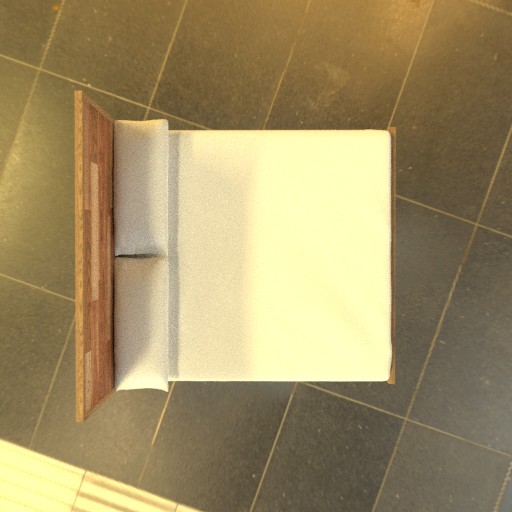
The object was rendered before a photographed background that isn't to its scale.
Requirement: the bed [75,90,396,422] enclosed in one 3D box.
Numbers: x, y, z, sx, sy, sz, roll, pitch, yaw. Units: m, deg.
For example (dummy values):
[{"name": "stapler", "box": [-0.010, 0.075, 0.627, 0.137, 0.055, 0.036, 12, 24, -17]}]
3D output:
[{"name": "bed", "box": [0.000, 0.000, 3.327, 2.184, 1.295, 2.013, 0, 91, 0]}]
